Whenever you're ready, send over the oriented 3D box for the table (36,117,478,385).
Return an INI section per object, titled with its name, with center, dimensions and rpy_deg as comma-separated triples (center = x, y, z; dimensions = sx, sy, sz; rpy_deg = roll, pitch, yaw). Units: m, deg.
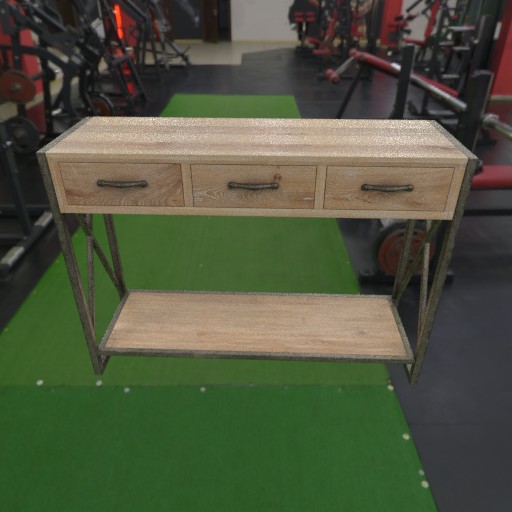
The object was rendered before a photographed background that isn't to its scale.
[table]
center = 0.000, 0.000, 1.395
dimensions = 1.059, 0.763, 0.361
rpy_deg = 1, 32, 2
